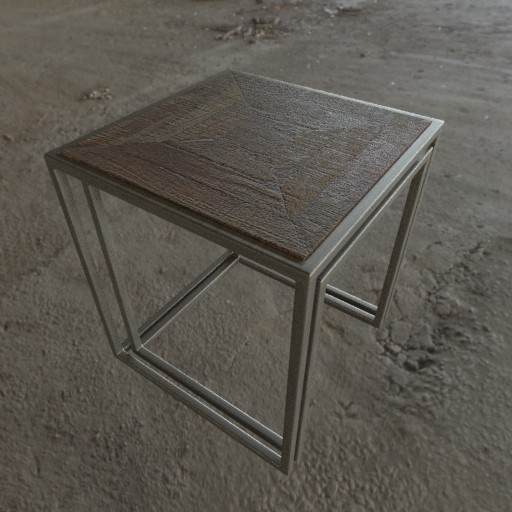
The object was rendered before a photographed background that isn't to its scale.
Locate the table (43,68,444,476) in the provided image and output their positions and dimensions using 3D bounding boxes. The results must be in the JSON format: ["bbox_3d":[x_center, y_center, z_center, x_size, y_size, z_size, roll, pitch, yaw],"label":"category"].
[{"bbox_3d":[0.000,0.000,0.853,0.449,0.500,0.450,25,47,25],"label":"table"}]
